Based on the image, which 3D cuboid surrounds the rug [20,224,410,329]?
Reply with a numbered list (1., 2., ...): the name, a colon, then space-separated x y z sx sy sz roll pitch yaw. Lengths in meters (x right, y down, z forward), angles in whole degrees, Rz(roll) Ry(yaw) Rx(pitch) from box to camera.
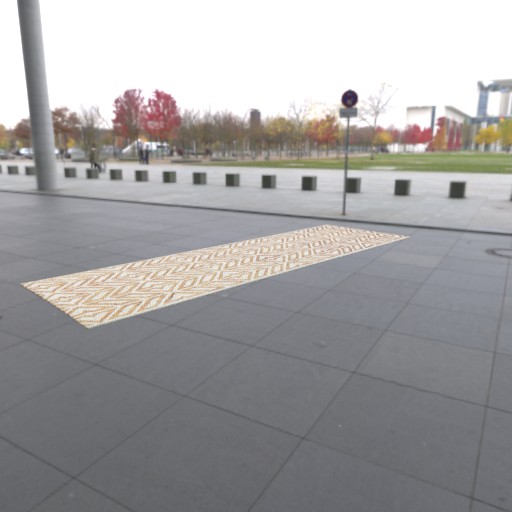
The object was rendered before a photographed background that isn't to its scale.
1. rug: 0.000 0.000 2.688 2.435 0.009 0.750 -13 19 -43
